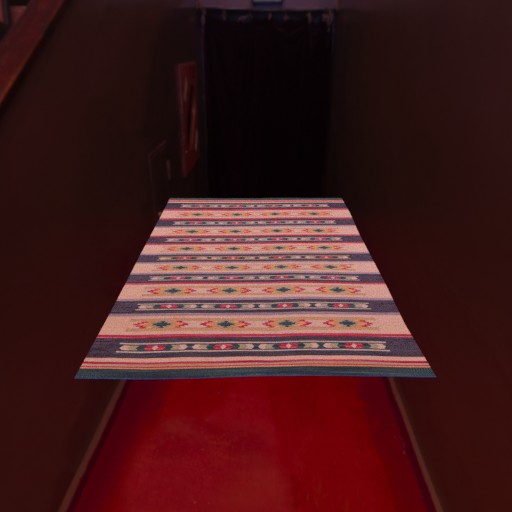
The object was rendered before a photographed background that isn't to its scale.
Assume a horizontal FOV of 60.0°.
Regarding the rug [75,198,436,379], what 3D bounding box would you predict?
[{"bbox_3d":[0.000,0.000,2.885,1.522,0.010,2.311,0,26,0],"label":"rug"}]
